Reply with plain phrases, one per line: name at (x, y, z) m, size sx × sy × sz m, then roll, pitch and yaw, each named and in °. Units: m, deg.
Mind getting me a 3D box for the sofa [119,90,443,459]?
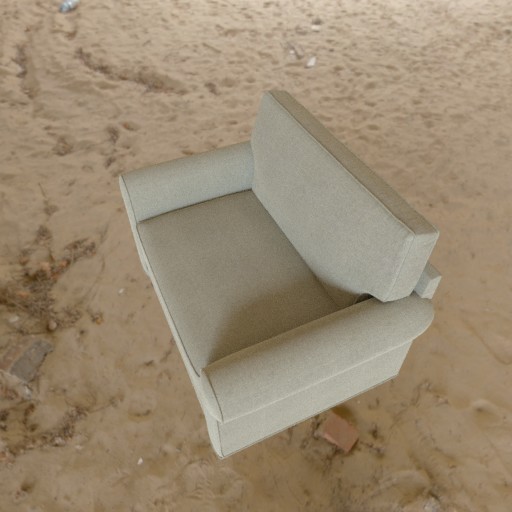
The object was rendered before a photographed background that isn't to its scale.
sofa at (0.000, 0.000, 2.059) m, size 0.936 × 0.991 × 1.405 m, roll -19°, pitch 49°, yaw -17°
